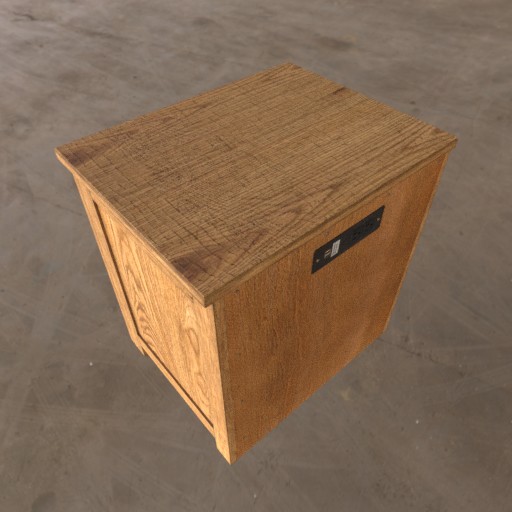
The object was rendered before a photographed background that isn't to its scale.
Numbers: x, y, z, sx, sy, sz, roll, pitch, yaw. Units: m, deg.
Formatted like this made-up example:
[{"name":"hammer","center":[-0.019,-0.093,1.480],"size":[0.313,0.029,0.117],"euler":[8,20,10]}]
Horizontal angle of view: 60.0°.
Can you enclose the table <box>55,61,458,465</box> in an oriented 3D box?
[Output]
[{"name":"table","center":[0.000,0.000,1.061],"size":[0.601,0.625,0.494],"euler":[-32,54,-27]}]
